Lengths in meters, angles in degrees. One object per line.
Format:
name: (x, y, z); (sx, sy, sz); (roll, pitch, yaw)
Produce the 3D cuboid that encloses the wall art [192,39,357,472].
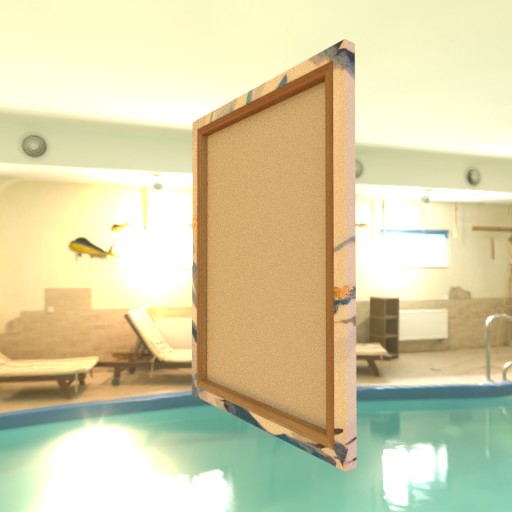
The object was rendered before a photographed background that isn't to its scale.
wall art: (0.000, 0.000, 1.353); (0.038, 1.015, 0.761); (1, -1, -36)
